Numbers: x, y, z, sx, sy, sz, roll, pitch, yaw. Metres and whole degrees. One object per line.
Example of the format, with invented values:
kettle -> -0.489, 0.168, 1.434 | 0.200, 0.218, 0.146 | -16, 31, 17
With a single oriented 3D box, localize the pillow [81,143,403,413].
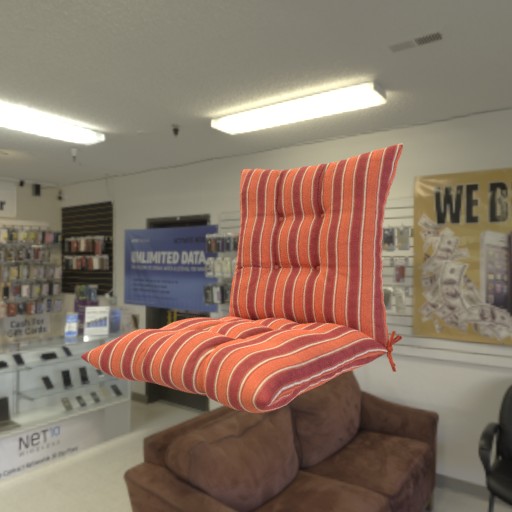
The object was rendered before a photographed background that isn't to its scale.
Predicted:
pillow -> 0.000, 0.000, 1.017 | 0.541, 0.536, 0.585 | 0, 0, 38
